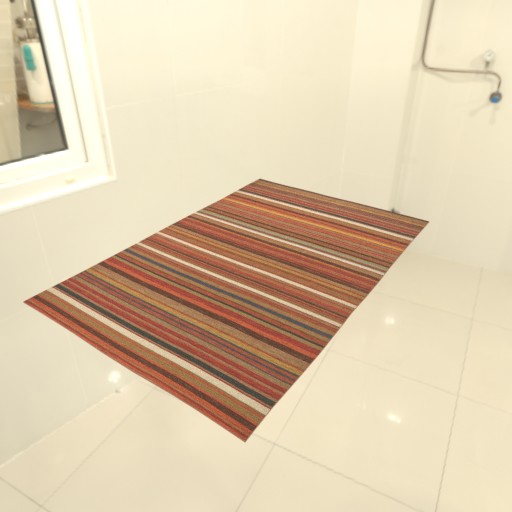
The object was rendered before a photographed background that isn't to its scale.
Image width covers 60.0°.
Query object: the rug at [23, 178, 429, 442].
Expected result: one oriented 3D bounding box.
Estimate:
[{"bbox_3d":[0.000,0.000,2.280,1.217,0.007,1.828,20,36,30],"label":"rug"}]
